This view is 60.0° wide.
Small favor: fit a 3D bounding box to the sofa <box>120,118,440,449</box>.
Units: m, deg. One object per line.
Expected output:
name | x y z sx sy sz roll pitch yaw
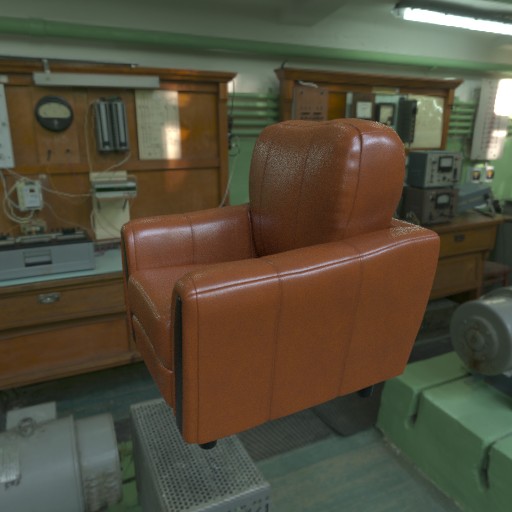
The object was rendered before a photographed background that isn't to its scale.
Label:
sofa | 0.000 0.000 1.479 0.789 0.876 0.836 -8 18 -25
